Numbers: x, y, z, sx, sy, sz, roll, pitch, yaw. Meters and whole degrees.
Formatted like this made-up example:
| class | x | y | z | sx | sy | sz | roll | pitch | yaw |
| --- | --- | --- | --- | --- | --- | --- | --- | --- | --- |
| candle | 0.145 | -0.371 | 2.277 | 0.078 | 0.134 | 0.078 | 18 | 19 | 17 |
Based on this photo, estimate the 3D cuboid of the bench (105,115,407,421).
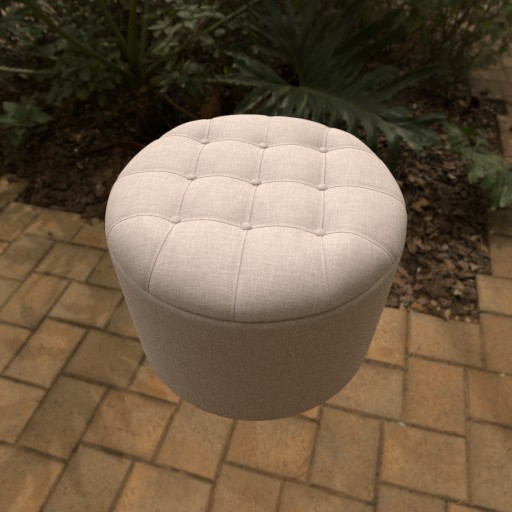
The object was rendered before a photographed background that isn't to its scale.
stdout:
| class | x | y | z | sx | sy | sz | roll | pitch | yaw |
| --- | --- | --- | --- | --- | --- | --- | --- | --- | --- |
| bench | 0.000 | 0.000 | 1.011 | 0.600 | 0.453 | 0.600 | 0 | 47 | 0 |
